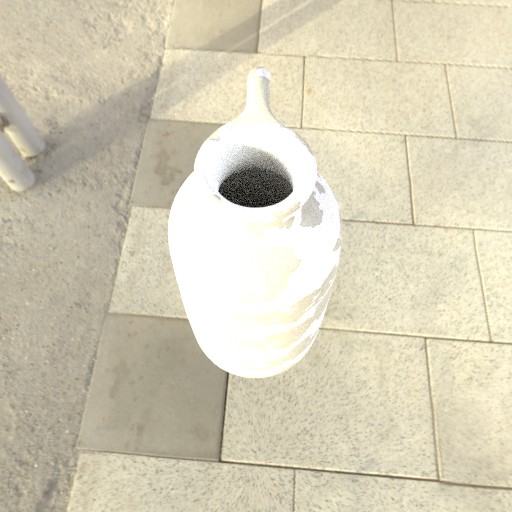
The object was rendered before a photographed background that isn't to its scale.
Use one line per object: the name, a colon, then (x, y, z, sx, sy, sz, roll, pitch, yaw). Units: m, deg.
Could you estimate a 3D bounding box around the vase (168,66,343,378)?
vase: (0.000, 0.000, 0.492, 0.186, 0.382, 0.203, 2, 65, 1)
